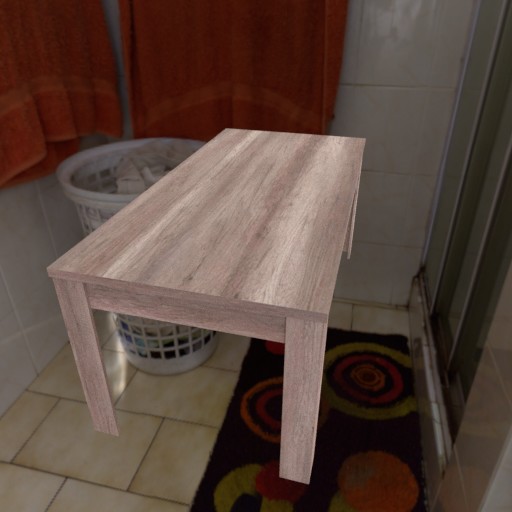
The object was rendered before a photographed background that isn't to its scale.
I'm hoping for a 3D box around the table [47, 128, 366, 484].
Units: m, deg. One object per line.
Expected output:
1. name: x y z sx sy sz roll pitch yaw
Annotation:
1. table: 0.000 0.000 2.265 0.900 0.790 1.800 8 31 13
